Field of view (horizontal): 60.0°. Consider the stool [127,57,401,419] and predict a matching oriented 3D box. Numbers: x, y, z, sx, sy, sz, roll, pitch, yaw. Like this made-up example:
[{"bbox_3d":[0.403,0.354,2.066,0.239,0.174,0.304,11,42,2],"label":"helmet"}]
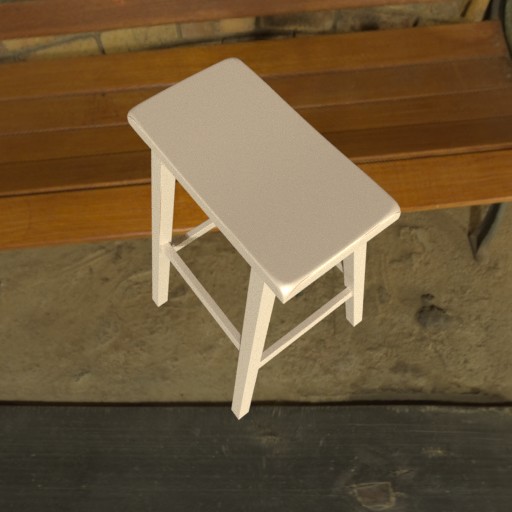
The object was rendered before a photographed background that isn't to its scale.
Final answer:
[{"bbox_3d":[0.000,0.000,1.062,0.476,0.737,0.457,-35,68,-16],"label":"stool"}]
